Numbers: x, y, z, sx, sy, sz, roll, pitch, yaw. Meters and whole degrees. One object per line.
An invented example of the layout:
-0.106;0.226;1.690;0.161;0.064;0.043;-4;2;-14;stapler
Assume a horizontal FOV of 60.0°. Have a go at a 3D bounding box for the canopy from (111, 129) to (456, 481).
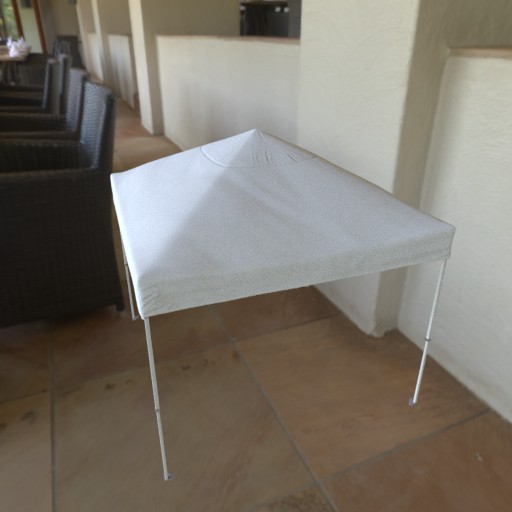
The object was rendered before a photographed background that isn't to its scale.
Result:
0.000;0.000;5.339;2.996;2.997;2.998;-9;28;-18;canopy
